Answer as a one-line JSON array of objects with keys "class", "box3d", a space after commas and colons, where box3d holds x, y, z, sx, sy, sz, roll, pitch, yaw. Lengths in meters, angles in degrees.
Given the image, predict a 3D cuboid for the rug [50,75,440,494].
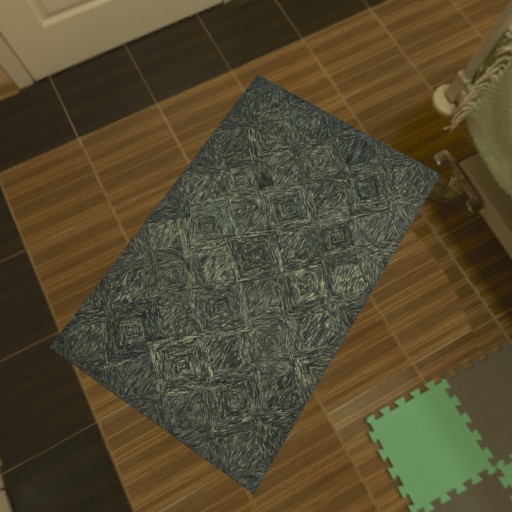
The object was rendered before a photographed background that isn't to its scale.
[{"class": "rug", "box3d": [0.000, 0.000, 2.849, 1.478, 0.017, 2.330, 32, 76, 9]}]
